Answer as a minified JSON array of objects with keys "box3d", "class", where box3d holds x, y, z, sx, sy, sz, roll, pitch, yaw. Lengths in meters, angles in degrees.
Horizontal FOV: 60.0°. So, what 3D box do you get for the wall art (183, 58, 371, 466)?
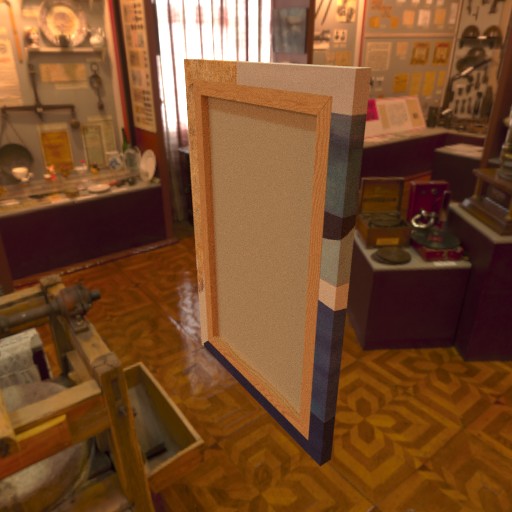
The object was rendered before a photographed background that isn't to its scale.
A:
[{"box3d":[0.000,0.000,1.137,0.039,0.911,0.607,-17,30,-31],"class":"wall art"}]
